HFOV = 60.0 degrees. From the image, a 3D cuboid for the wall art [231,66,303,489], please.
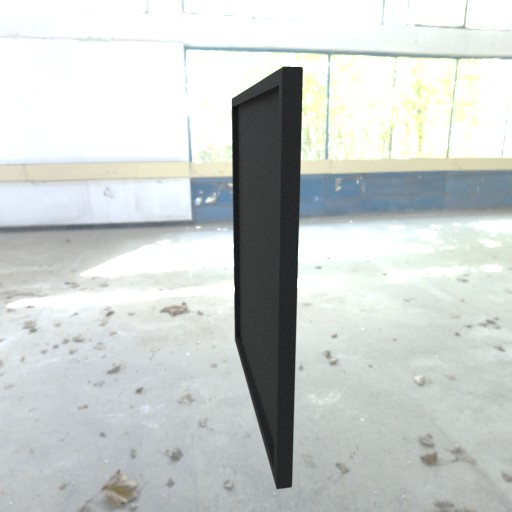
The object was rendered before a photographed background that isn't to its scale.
[{"bbox_3d":[0.000,0.000,0.712,0.021,0.508,0.432,-3,16,-9],"label":"wall art"}]
